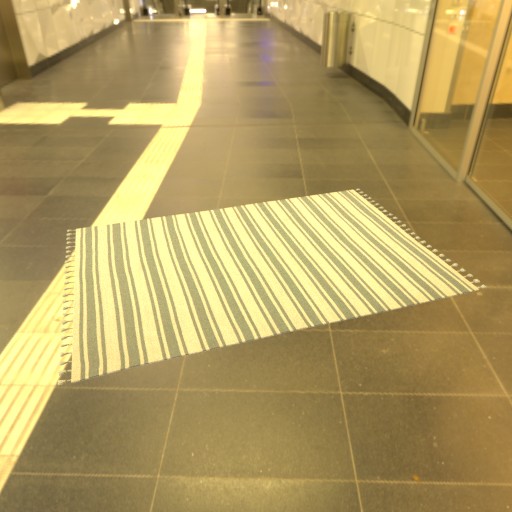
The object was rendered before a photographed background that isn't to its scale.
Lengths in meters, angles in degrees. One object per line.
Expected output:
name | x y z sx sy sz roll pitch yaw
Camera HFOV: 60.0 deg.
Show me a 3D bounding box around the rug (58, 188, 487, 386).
rug | 0.000 0.000 2.941 2.410 0.011 1.539 -10 34 -15
